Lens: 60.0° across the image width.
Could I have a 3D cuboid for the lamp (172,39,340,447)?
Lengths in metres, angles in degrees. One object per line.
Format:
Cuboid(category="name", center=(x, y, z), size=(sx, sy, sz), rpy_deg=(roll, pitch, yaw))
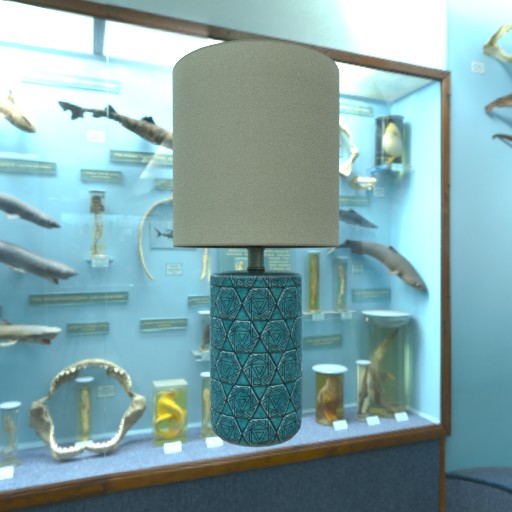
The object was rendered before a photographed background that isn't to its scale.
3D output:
Cuboid(category="lamp", center=(0.000, 0.000, 0.750), size=(0.278, 0.597, 0.278), rpy_deg=(0, 0, -19))
